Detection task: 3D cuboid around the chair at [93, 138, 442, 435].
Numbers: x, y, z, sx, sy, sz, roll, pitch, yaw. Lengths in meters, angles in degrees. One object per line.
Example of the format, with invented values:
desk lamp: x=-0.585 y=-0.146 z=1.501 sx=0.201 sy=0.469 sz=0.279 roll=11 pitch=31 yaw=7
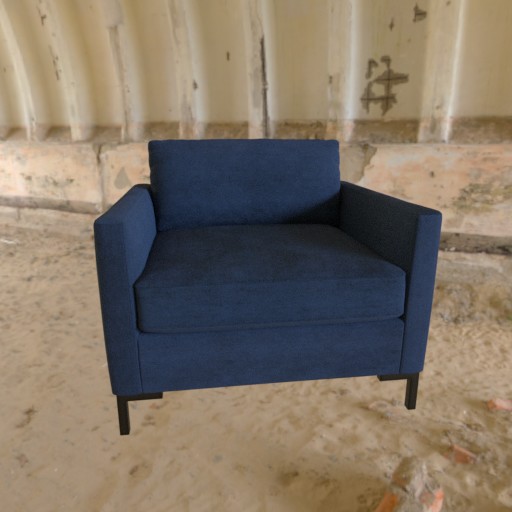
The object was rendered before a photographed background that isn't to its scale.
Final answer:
chair: x=0.000 y=0.000 z=1.602 sx=0.964 sy=0.812 sz=0.875 roll=-2 pitch=16 yaw=-8
